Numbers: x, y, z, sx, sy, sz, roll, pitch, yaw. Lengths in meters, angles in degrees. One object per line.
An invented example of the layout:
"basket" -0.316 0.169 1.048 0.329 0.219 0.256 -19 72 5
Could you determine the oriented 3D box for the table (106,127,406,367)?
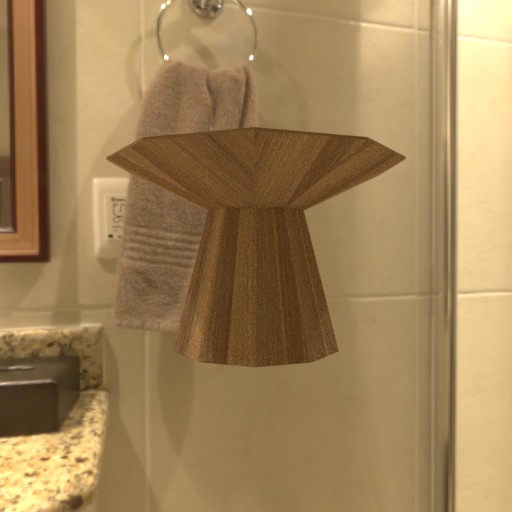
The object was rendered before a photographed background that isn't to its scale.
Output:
"table" 0.000 0.000 1.859 1.186 0.752 1.186 0 1 0
